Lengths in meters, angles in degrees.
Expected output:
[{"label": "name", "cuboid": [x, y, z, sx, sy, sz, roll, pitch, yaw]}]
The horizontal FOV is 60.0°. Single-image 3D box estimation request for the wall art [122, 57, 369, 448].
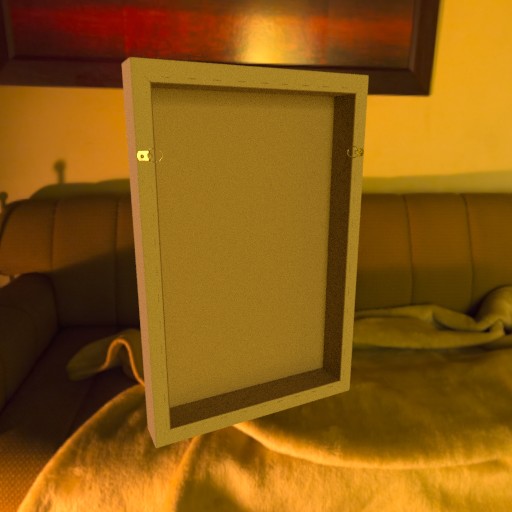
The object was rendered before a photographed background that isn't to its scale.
[{"label": "wall art", "cuboid": [0.000, 0.000, 0.487, 0.252, 0.381, 0.039, -7, 16, -25]}]
